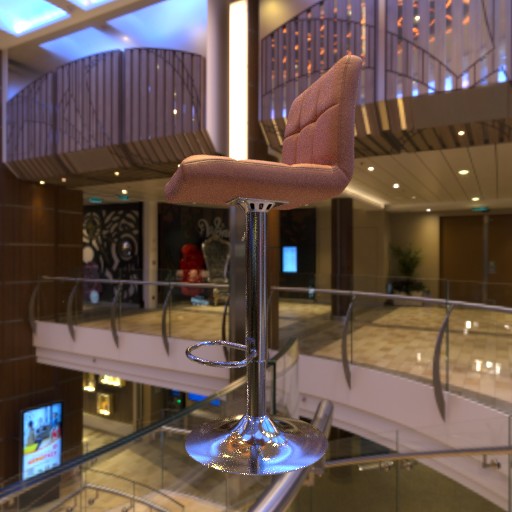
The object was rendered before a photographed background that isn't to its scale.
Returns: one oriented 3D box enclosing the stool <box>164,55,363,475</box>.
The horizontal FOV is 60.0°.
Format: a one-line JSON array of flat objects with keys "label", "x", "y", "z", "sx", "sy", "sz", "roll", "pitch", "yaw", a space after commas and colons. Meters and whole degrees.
[{"label": "stool", "x": 0.000, "y": 0.000, "z": 1.327, "sx": 0.505, "sy": 1.115, "sz": 0.430, "roll": 0, "pitch": 0, "yaw": -17}]
